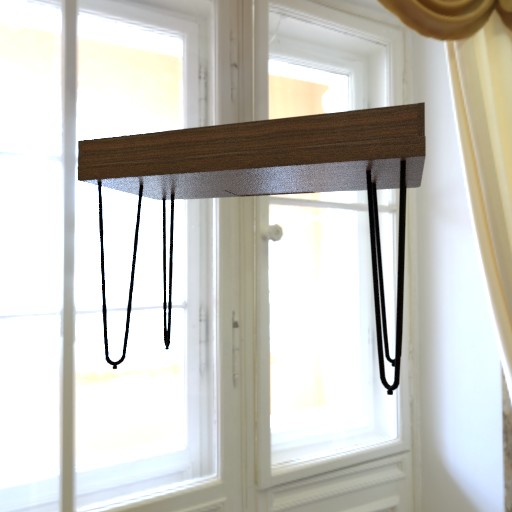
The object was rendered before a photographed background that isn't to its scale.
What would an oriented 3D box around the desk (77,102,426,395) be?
[{"bbox_3d":[0.000,0.000,1.701,1.200,0.854,0.565,0,-1,19],"label":"desk"}]
